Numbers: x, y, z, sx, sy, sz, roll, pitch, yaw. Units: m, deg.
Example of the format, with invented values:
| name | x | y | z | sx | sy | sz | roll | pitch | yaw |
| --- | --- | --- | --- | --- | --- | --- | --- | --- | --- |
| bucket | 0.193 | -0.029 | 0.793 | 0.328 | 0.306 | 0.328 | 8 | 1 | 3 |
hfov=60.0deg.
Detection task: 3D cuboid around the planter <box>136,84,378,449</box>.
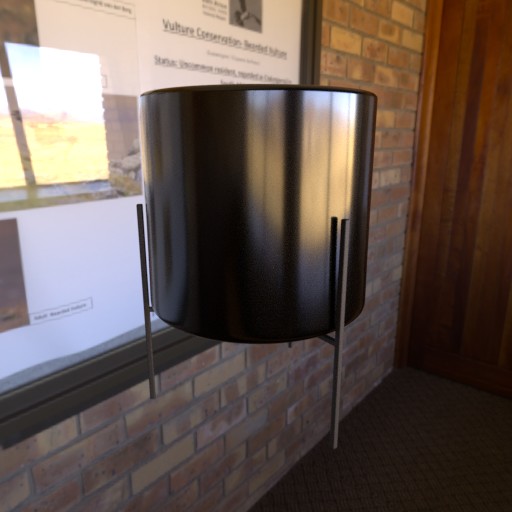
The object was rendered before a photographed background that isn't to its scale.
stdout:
| name | x | y | z | sx | sy | sz | roll | pitch | yaw |
| --- | --- | --- | --- | --- | --- | --- | --- | --- | --- |
| planter | 0.000 | 0.000 | 0.634 | 0.310 | 0.432 | 0.310 | 2 | 16 | 8 |
